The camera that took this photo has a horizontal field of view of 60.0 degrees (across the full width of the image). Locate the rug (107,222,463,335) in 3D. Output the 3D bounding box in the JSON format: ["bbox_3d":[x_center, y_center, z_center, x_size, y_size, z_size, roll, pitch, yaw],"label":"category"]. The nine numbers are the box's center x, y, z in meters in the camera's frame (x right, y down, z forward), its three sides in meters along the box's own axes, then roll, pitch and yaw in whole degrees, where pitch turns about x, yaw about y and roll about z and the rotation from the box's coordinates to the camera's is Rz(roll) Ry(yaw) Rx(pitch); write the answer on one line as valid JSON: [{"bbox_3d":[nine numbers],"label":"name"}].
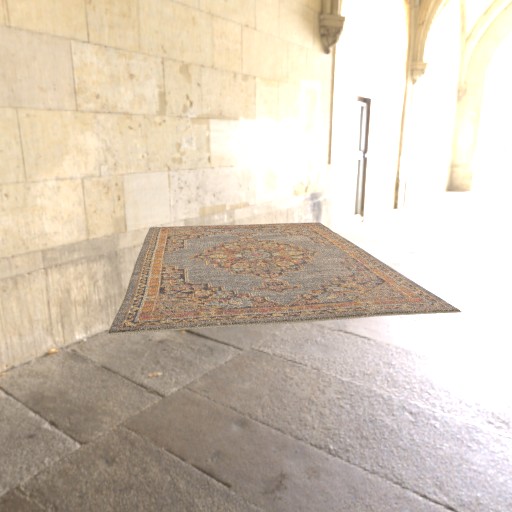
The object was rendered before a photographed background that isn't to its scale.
[{"bbox_3d":[0.000,0.000,4.083,2.158,0.024,3.063,-2,15,-8],"label":"rug"}]
